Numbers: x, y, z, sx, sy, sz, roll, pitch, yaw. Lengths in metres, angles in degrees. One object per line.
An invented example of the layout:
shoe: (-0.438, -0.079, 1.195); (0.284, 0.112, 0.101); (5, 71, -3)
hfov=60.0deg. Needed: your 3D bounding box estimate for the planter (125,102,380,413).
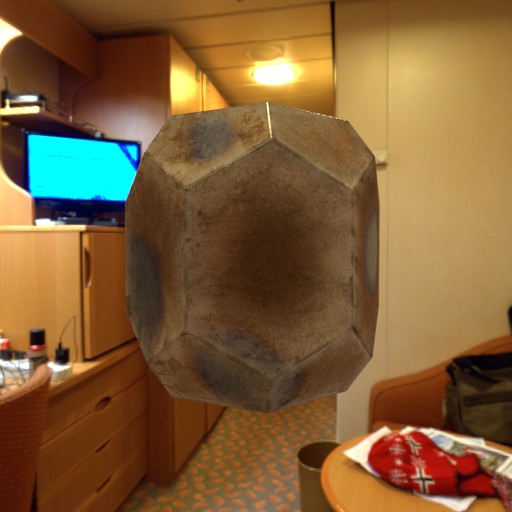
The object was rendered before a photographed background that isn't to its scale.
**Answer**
planter: (0.000, 0.000, 0.423); (0.221, 0.238, 0.243); (-1, 2, -36)
